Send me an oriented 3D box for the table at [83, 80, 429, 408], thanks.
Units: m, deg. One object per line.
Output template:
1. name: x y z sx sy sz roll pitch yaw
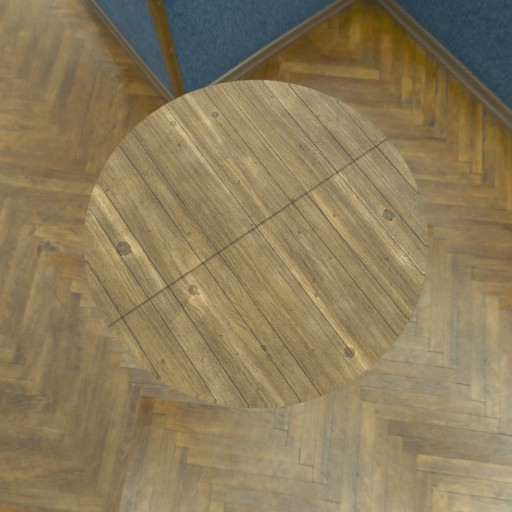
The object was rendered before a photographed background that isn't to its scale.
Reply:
1. table: 0.000 0.000 1.935 1.213 0.764 1.213 0 75 0
